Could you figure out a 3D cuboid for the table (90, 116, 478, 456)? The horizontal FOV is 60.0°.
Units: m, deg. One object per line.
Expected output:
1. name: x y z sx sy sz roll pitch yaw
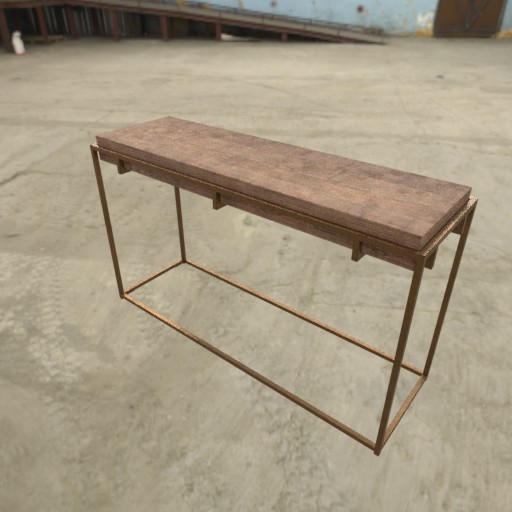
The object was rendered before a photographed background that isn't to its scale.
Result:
1. table: 0.000 0.000 1.783 1.400 0.820 0.440 23 38 32
